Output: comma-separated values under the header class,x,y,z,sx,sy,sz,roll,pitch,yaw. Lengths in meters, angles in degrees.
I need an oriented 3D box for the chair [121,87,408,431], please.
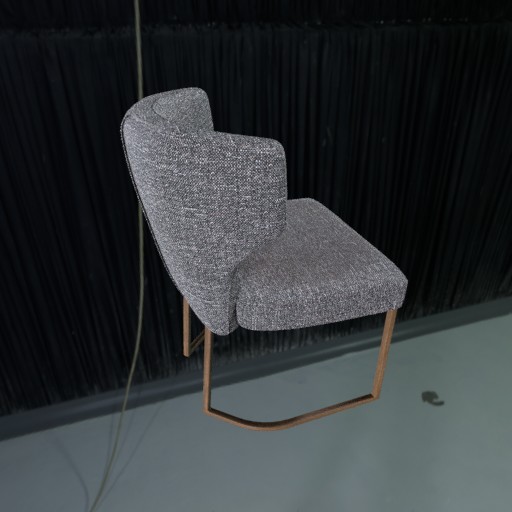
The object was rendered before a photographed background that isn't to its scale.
class,x,y,z,sx,sy,sz,roll,pitch,yaw
chair,0.000,0.000,1.226,0.617,0.824,0.611,-11,32,-18
